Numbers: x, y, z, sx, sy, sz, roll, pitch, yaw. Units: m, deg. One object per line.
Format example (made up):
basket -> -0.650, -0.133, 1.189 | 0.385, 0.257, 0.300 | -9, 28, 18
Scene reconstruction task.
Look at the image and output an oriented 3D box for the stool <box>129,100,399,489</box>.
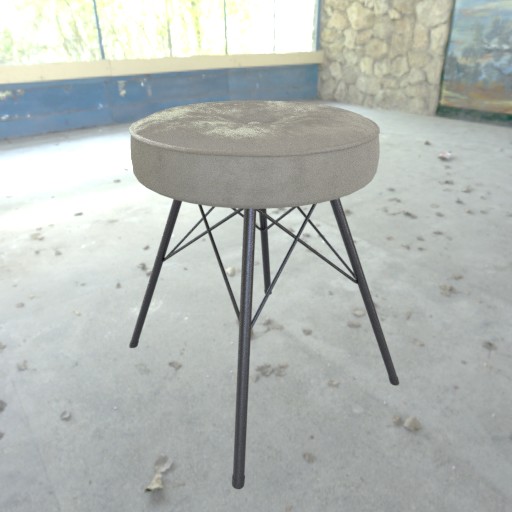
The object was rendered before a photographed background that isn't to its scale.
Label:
stool -> 0.000, 0.000, 0.861 | 0.423, 0.538, 0.457 | -18, 32, -32
